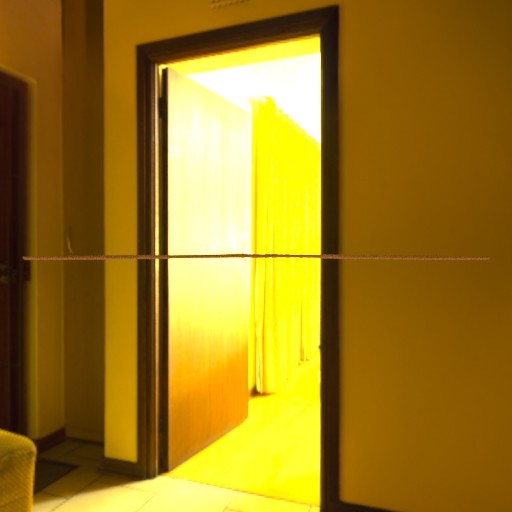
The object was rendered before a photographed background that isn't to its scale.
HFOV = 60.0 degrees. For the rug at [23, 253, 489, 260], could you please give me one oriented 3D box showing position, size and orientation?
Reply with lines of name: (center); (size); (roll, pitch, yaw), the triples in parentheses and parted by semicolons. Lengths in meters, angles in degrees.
rug: (0.000, 0.000, 4.239); (3.202, 0.045, 2.434); (0, 0, 0)
